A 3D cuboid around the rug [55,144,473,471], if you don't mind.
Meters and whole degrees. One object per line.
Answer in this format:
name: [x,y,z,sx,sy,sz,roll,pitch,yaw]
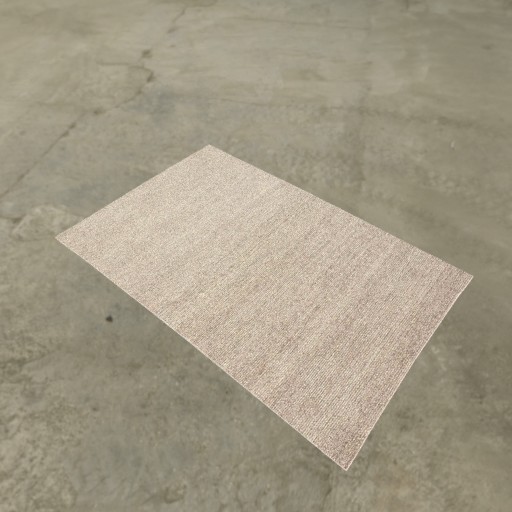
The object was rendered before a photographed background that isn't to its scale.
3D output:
rug: [0.000,0.000,2.226,1.792,0.021,1.154,32,54,26]
